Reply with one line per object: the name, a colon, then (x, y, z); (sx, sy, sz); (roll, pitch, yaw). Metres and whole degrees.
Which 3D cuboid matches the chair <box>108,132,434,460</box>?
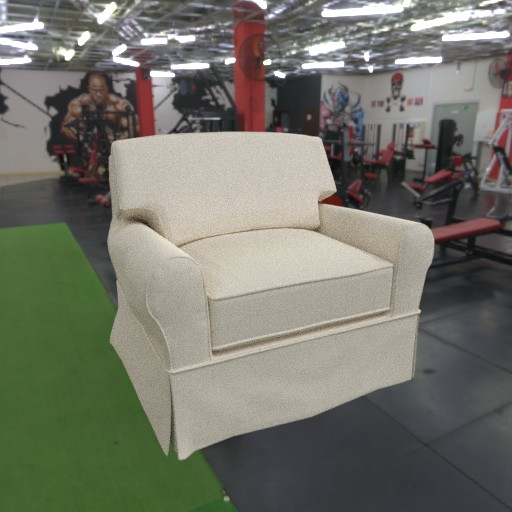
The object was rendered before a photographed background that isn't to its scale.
chair: (0.000, 0.000, 1.799); (1.099, 0.958, 0.904); (-8, 19, -25)
